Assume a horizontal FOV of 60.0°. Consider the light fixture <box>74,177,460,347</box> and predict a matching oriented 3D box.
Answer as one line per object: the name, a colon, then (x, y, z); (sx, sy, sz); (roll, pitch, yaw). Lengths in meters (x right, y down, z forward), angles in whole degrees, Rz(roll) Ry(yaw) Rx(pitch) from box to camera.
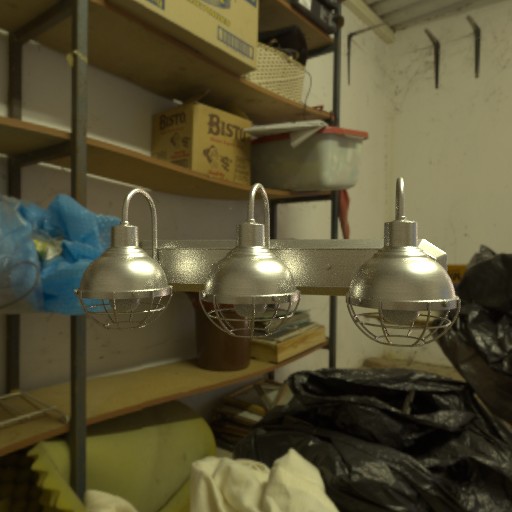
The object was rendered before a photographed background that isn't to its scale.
light fixture: (0.000, 0.000, 0.763); (0.634, 0.254, 0.229); (0, 1, 16)
